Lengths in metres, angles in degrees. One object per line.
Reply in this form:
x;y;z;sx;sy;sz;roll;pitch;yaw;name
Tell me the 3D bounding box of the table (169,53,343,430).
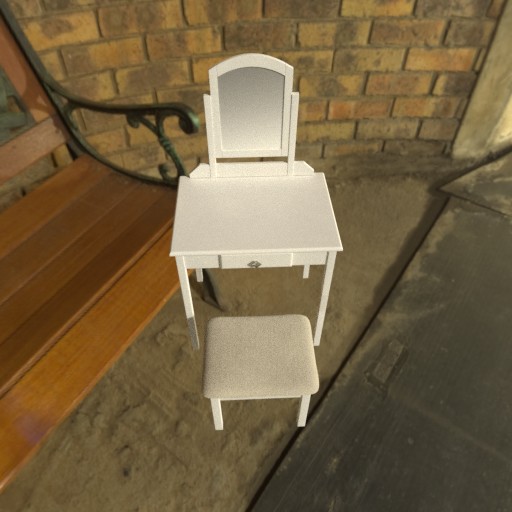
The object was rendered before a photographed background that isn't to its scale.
0.000;0.000;2.337;0.876;1.631;1.211;-2;46;-2;table
